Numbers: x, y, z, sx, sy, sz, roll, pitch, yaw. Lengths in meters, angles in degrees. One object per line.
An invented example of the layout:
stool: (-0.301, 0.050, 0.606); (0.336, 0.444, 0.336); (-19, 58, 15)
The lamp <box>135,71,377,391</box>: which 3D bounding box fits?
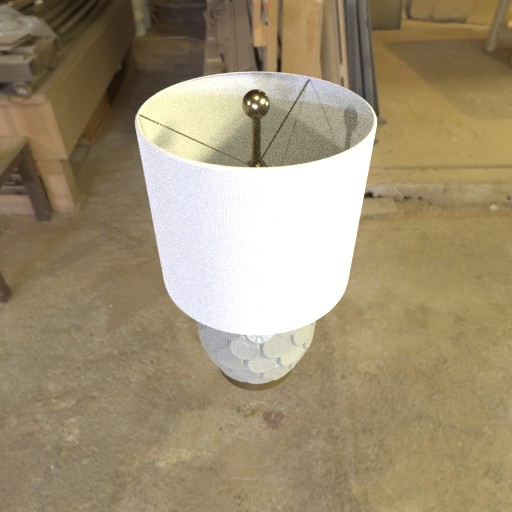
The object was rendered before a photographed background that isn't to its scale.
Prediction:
lamp: (0.000, 0.000, 0.607); (0.254, 0.452, 0.254); (0, 40, 0)
